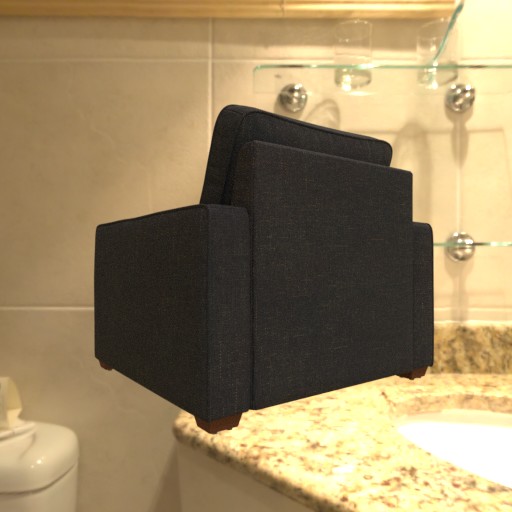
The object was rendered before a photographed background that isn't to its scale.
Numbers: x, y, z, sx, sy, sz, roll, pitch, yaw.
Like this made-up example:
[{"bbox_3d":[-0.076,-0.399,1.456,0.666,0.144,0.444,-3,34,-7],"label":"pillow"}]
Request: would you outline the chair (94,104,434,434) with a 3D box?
[{"bbox_3d":[0.000,0.000,1.750,1.017,0.919,0.940,0,-1,-37],"label":"chair"}]
